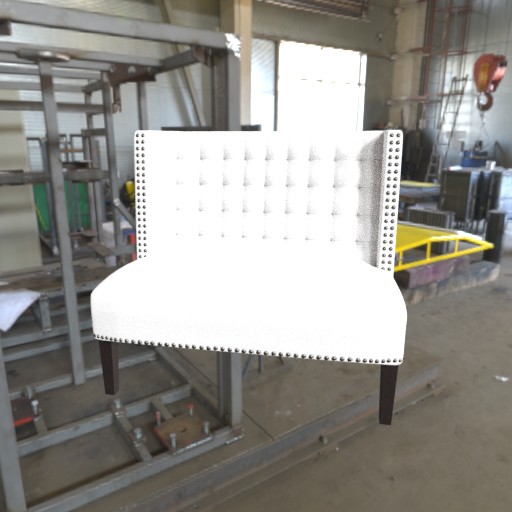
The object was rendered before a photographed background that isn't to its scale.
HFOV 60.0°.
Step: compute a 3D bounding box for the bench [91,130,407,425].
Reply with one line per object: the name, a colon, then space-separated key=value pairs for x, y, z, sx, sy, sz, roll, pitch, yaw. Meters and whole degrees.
bench: x=0.000 y=0.000 z=2.052 sx=1.280 sy=1.123 sz=0.847 roll=3 pitch=15 yaw=10
